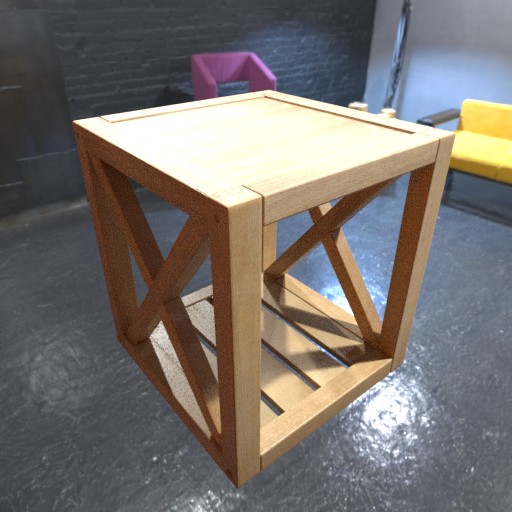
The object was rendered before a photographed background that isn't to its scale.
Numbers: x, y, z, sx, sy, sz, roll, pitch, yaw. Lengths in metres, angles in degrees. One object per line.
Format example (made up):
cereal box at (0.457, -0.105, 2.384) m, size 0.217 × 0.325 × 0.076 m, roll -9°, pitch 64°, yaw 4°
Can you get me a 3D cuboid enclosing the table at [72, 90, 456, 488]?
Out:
table at (0.000, 0.000, 1.049) m, size 0.558 × 0.610 × 0.559 m, roll -23°, pitch 38°, yaw -33°
